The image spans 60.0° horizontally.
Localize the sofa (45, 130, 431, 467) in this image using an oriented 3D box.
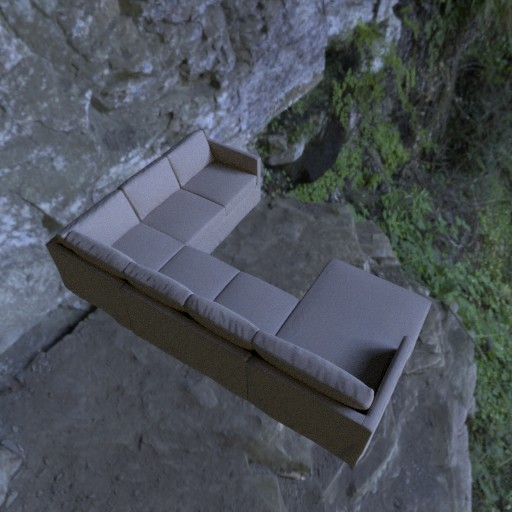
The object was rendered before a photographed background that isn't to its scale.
[{"bbox_3d":[0.000,0.000,4.629,3.528,0.878,2.476,25,52,22],"label":"sofa"}]
